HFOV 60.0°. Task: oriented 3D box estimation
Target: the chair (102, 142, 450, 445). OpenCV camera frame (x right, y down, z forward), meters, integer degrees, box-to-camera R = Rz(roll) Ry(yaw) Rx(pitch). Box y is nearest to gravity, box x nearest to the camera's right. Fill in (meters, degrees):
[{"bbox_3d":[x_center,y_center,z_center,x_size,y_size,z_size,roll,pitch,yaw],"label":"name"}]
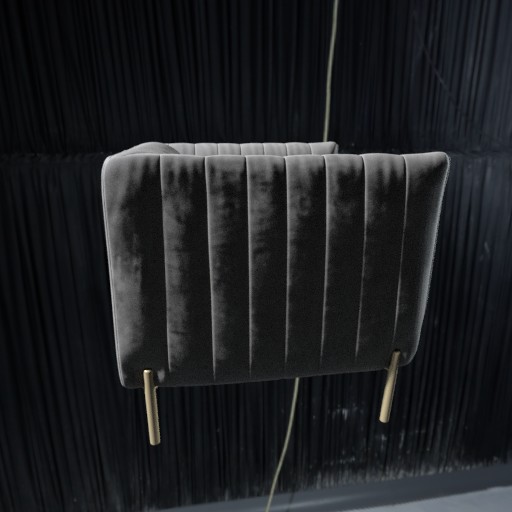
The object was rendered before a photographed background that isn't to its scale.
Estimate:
[{"bbox_3d":[0.000,0.000,1.585,0.873,0.779,0.981,-3,16,-9],"label":"chair"}]
